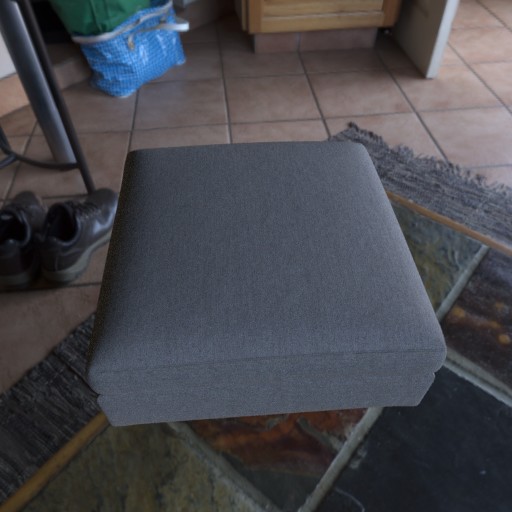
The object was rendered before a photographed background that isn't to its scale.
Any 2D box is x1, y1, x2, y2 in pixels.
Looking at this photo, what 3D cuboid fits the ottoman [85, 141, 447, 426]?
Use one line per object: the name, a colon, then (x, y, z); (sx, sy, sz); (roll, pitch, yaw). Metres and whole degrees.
ottoman: (0.000, 0.000, 1.633); (1.041, 0.470, 1.041); (-3, 48, -3)
